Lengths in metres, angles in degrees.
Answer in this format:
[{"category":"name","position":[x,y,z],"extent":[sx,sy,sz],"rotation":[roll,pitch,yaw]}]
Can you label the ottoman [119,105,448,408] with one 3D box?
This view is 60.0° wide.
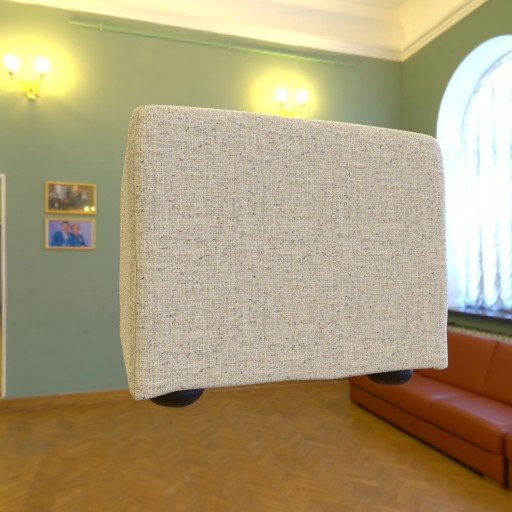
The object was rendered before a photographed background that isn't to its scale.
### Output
[{"category":"ottoman","position":[0.000,0.000,0.895],"extent":[0.521,0.453,0.512],"rotation":[0,-1,-18]}]
